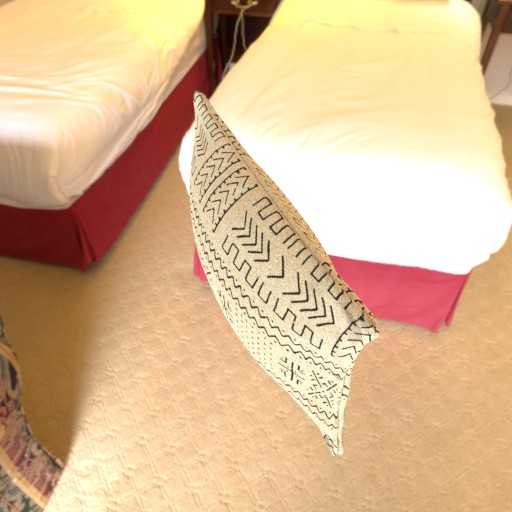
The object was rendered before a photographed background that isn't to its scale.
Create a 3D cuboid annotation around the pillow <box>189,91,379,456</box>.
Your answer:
[{"bbox_3d":[0.000,0.000,0.799,0.188,0.352,0.637,-17,48,-16],"label":"pillow"}]
